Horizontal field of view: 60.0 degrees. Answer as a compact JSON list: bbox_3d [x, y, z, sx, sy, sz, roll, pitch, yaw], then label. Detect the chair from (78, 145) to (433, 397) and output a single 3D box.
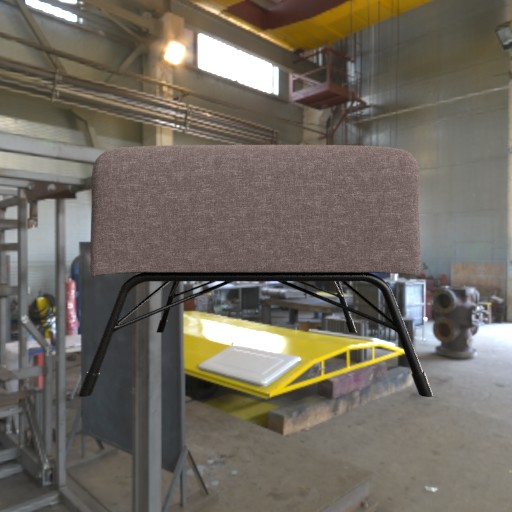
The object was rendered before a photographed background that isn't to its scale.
[{"bbox_3d":[0.000,0.000,0.917,0.530,0.410,0.530,0,1,0],"label":"chair"}]
